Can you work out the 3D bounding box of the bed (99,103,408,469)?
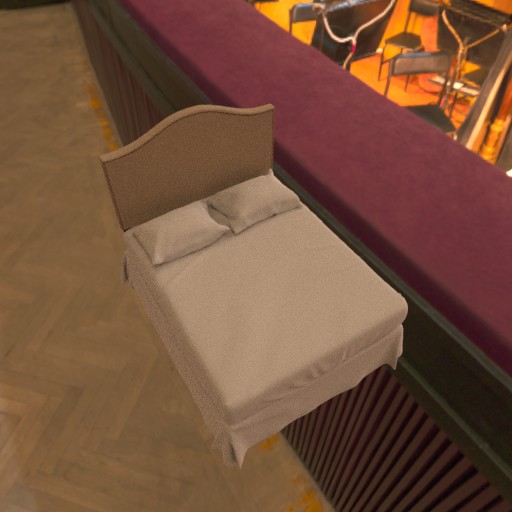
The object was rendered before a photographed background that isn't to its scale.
[{"bbox_3d":[0.000,0.000,3.571,1.876,1.645,2.221,-24,52,-21],"label":"bed"}]
